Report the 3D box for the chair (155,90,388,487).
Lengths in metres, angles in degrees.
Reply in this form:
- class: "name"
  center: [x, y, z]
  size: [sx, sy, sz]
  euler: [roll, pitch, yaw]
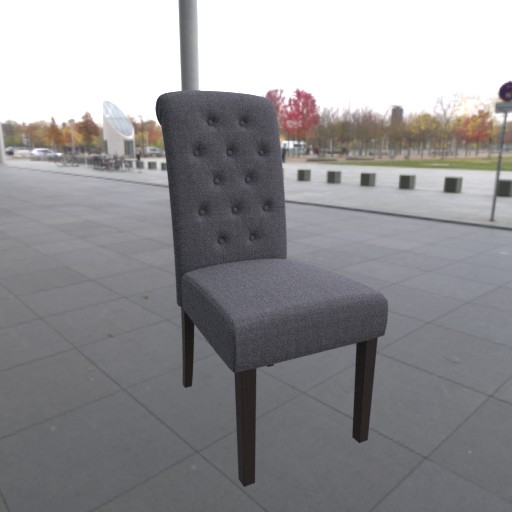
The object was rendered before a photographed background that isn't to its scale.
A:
- class: "chair"
  center: [0.000, 0.000, 1.355]
  size: [0.456, 1.006, 0.671]
  euler: [-7, 15, -26]
